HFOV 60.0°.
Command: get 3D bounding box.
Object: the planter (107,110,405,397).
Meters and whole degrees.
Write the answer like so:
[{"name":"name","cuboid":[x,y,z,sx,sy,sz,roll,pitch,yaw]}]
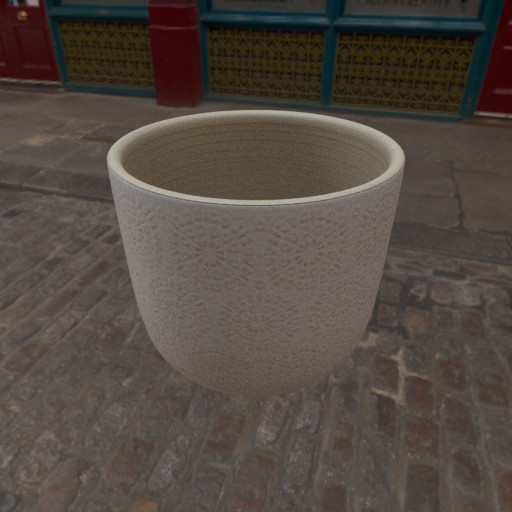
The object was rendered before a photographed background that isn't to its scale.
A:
[{"name":"planter","cuboid":[0.000,0.000,0.369,0.208,0.190,0.208,0,31,0]}]
